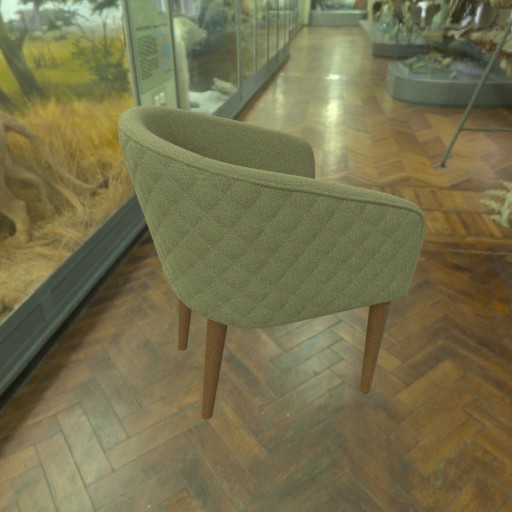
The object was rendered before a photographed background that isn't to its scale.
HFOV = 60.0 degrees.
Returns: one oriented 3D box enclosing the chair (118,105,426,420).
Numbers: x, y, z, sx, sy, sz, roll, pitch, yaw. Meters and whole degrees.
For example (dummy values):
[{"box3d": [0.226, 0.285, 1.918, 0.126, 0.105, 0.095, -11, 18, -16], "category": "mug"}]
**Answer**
[{"box3d": [0.000, 0.000, 1.207, 0.616, 0.775, 0.584, -11, 33, -18], "category": "chair"}]
